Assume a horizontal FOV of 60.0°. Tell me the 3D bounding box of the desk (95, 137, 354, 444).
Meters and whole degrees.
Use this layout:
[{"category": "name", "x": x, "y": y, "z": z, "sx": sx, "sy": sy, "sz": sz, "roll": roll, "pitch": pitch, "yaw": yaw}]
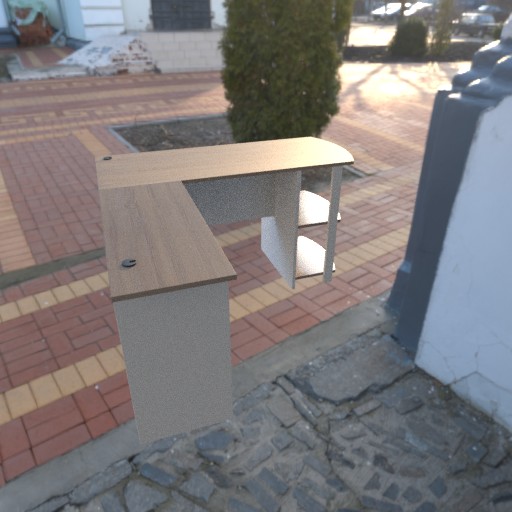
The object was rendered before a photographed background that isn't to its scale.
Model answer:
[{"category": "desk", "x": 0.000, "y": 0.000, "z": 2.109, "sx": 1.303, "sy": 0.716, "sz": 1.361, "roll": -10, "pitch": 31, "yaw": -17}]
